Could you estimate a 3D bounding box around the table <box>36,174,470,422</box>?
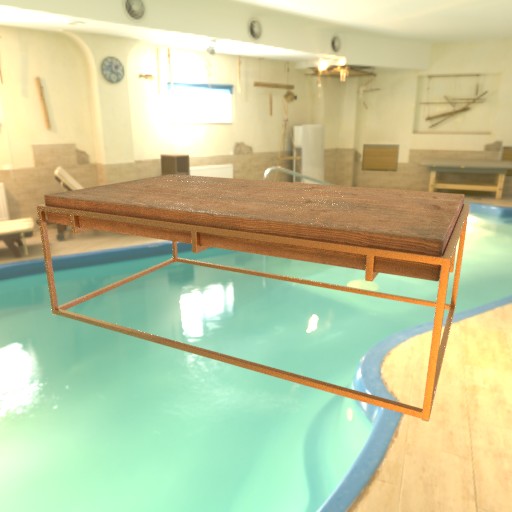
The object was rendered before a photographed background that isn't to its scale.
[{"bbox_3d":[0.000,0.000,1.680,1.387,0.468,0.775,9,19,26],"label":"table"}]
